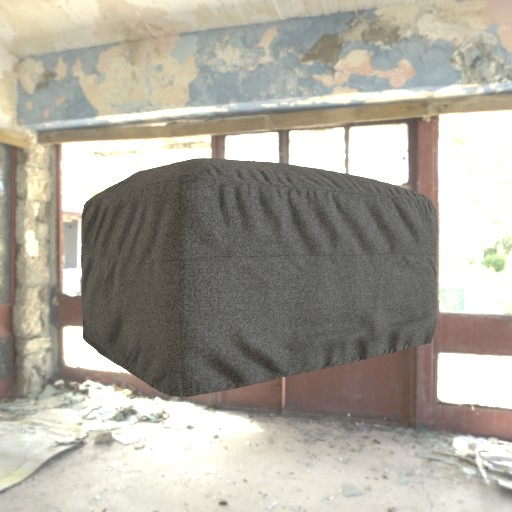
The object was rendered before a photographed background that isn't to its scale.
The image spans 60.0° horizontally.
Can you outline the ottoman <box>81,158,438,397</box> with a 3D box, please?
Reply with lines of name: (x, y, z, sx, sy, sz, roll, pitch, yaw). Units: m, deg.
ottoman: (0.000, 0.000, 1.256, 0.837, 0.481, 0.683, -1, 1, -36)
